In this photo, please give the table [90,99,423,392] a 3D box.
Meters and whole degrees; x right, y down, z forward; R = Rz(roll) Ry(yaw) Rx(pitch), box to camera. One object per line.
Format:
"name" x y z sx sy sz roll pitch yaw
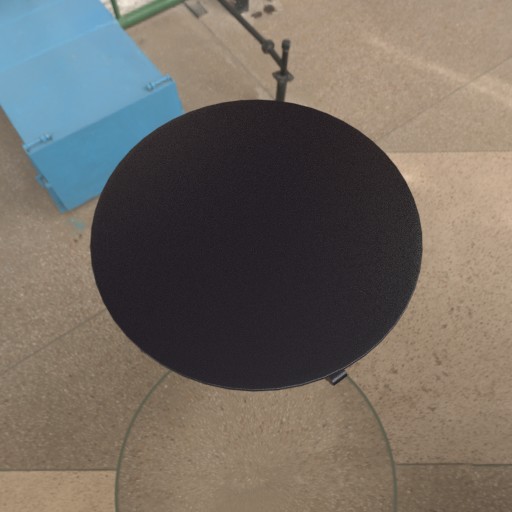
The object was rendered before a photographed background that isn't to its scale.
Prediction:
"table" 0.000 0.000 1.599 1.029 0.491 1.029 0 64 0
